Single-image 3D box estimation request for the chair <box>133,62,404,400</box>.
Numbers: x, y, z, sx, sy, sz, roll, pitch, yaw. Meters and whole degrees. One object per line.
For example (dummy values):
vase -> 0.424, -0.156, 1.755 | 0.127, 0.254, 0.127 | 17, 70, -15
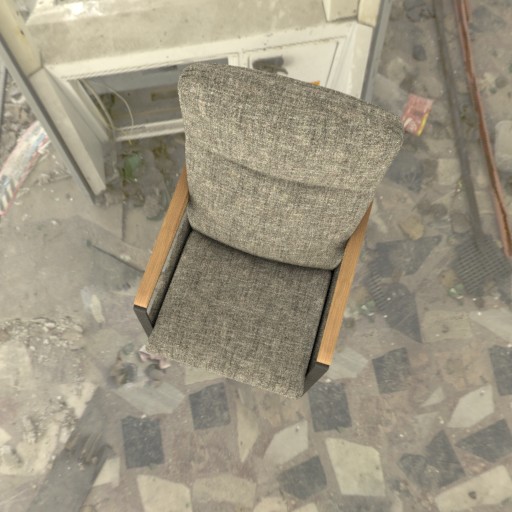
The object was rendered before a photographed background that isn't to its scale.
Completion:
chair -> 0.000, 0.000, 1.547 | 0.671, 1.042, 0.868 | 17, 77, 4
